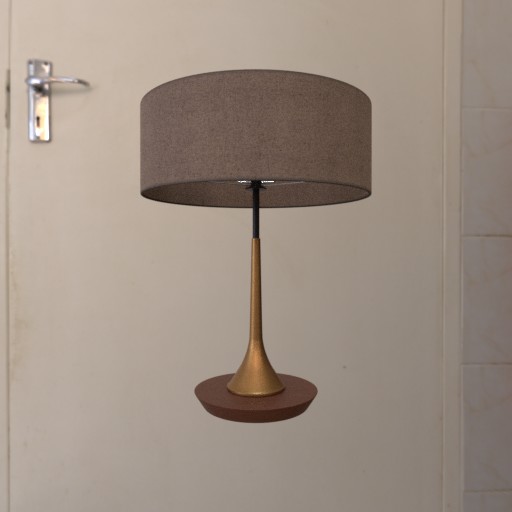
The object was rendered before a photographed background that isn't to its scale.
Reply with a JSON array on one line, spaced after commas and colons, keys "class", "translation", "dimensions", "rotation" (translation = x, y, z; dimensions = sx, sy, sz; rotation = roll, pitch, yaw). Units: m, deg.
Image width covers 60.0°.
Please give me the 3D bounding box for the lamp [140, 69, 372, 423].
[{"class": "lamp", "translation": [0.000, 0.000, 0.825], "dimensions": [0.417, 0.551, 0.396], "rotation": [0, 0, -1]}]
